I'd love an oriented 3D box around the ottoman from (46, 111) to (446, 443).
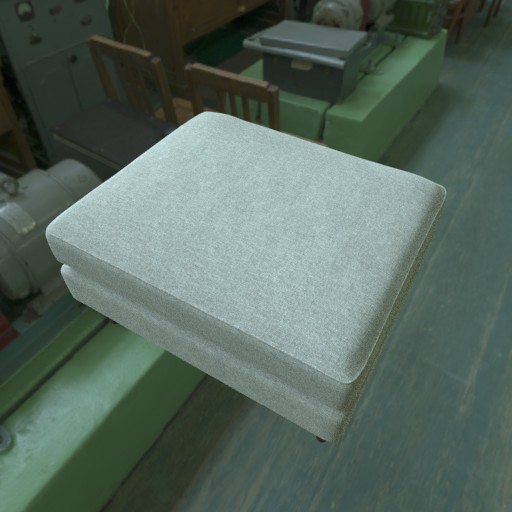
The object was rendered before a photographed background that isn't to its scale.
[{"bbox_3d":[0.000,0.000,1.254,0.821,0.474,0.693,23,51,21],"label":"ottoman"}]
